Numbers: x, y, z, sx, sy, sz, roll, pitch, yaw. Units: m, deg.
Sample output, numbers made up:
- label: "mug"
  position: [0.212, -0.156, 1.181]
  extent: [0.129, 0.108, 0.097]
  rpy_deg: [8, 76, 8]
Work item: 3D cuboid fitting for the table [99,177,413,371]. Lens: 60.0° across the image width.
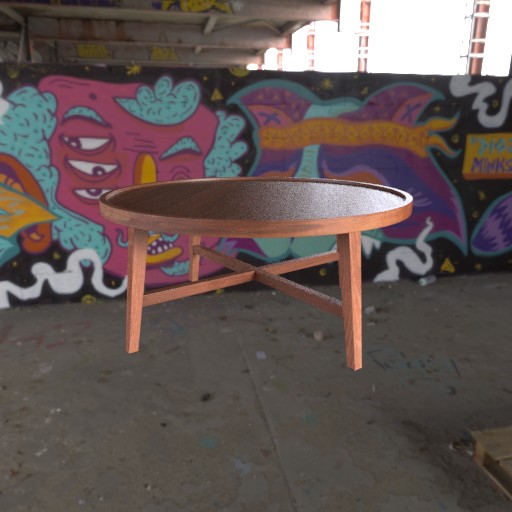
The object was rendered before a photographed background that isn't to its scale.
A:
- label: "table"
  position: [0.000, 0.000, 1.242]
  extent: [0.800, 0.360, 0.800]
  rpy_deg: [0, 16, 0]
